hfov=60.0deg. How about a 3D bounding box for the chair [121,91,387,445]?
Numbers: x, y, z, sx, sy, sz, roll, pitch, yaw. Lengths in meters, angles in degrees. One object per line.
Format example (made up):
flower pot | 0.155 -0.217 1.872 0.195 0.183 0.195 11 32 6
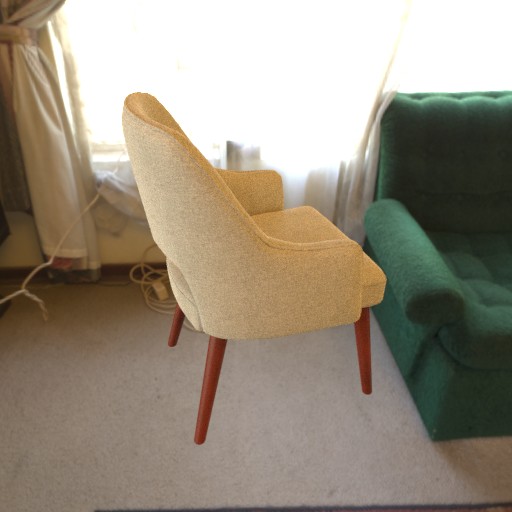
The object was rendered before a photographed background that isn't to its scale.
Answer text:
chair | 0.000 0.000 1.225 0.605 0.849 0.548 -10 33 -17
